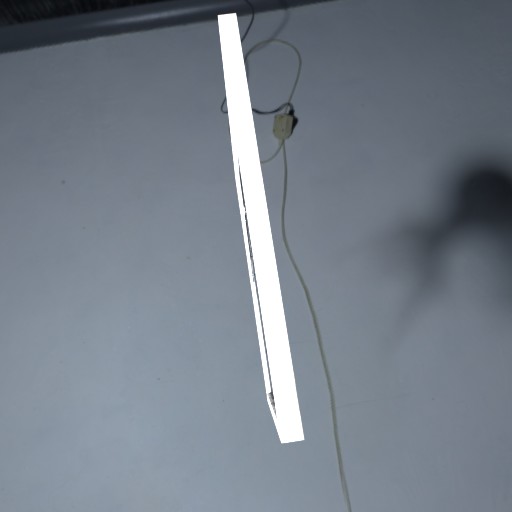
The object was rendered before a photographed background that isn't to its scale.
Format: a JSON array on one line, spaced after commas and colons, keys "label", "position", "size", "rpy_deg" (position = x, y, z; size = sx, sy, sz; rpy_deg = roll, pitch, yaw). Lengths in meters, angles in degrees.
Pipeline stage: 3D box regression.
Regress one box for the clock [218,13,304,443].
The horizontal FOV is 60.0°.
[{"label": "clock", "position": [0.000, 0.000, 1.034], "size": [0.032, 0.705, 0.705], "rpy_deg": [-8, 76, -2]}]
